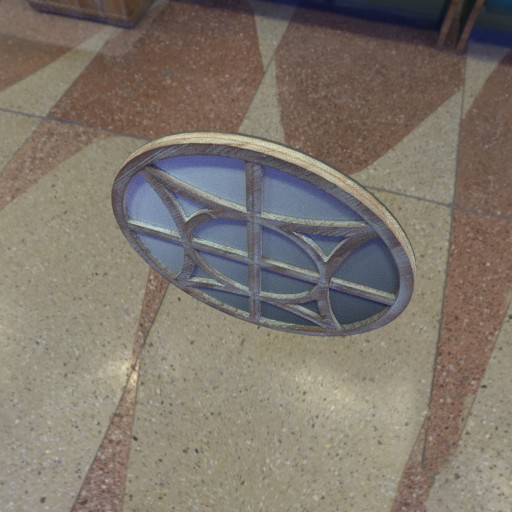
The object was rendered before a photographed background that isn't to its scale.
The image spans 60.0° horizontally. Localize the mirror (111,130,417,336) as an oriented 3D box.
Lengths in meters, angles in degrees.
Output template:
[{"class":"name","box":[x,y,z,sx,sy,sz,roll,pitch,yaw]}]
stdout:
[{"class":"mirror","box":[0.000,0.000,1.041,0.710,0.710,0.038,16,59,10]}]
